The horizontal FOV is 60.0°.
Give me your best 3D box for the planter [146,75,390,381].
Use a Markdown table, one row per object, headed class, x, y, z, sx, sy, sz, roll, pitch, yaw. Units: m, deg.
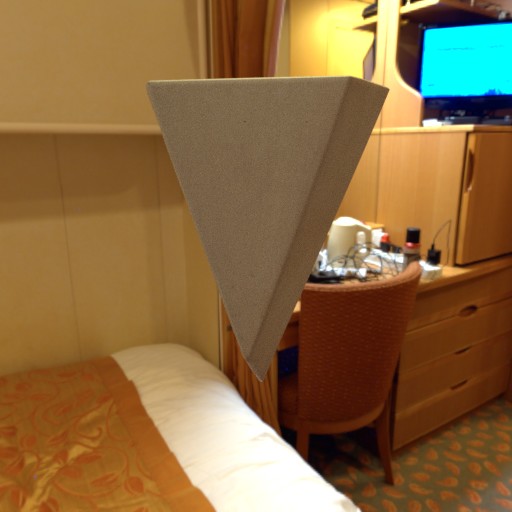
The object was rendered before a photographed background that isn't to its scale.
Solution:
| class | x | y | z | sx | sy | sz | roll | pitch | yaw |
| --- | --- | --- | --- | --- | --- | --- | --- | --- | --- |
| planter | 0.000 | 0.000 | 0.273 | 0.150 | 0.197 | 0.060 | 3 | 14 | 10 |
